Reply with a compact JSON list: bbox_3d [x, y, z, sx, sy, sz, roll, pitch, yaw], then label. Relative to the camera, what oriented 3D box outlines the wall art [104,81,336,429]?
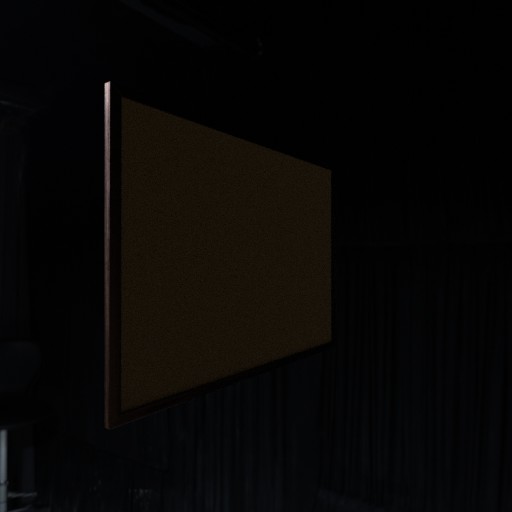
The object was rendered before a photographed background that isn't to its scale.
[{"bbox_3d":[0.000,0.000,1.045,0.014,0.559,0.816,0,0,36],"label":"wall art"}]
